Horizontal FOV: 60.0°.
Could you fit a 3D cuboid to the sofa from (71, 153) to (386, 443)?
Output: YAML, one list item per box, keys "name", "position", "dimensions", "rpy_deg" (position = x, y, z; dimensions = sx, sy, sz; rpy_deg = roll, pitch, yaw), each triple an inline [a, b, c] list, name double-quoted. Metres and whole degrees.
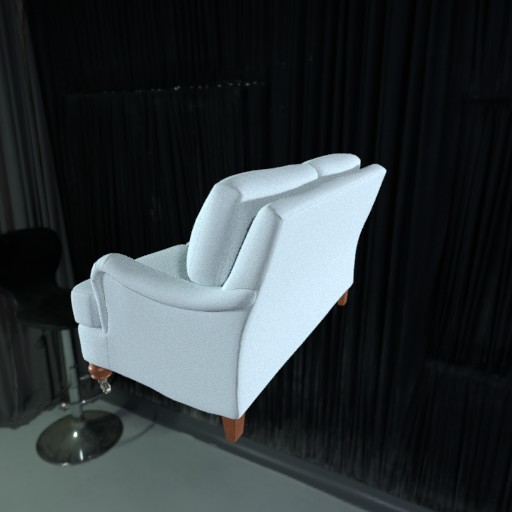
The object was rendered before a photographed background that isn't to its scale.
- name: "sofa"
  position: [0.000, 0.000, 2.586]
  dimensions: [1.084, 1.101, 1.853]
  rpy_deg: [8, 19, 25]
